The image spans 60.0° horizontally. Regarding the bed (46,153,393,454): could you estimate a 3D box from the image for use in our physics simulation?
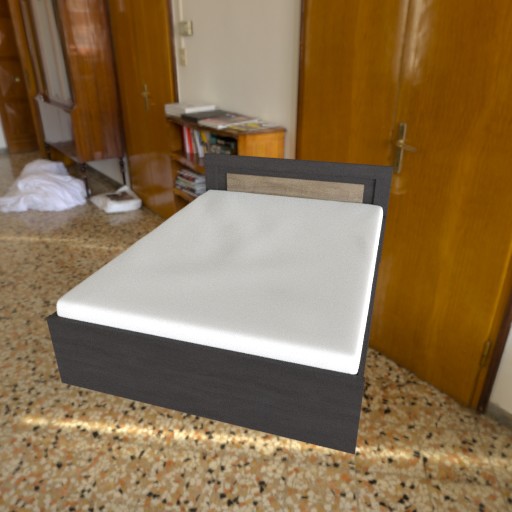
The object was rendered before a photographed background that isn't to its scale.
[{"bbox_3d":[0.000,0.000,2.934,1.585,0.823,2.073,8,27,16],"label":"bed"}]
